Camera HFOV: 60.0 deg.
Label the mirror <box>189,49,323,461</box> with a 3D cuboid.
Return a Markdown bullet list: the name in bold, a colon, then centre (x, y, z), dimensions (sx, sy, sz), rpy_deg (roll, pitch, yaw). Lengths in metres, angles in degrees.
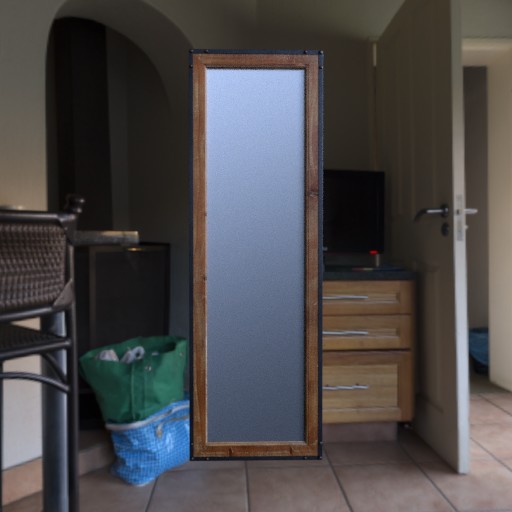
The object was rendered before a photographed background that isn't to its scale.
- **mirror**: centre (0.000, 0.000, 1.176), dimensions (0.354, 1.080, 0.042), rpy_deg (0, 1, -1)
